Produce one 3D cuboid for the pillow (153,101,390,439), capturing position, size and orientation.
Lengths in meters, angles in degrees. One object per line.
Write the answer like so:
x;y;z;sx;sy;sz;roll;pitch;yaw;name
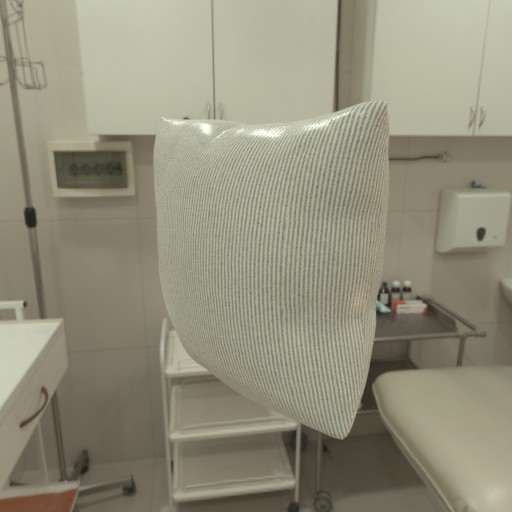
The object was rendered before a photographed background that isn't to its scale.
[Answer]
0.000;0.000;0.689;0.310;0.432;0.387;-2;15;-9;pillow
